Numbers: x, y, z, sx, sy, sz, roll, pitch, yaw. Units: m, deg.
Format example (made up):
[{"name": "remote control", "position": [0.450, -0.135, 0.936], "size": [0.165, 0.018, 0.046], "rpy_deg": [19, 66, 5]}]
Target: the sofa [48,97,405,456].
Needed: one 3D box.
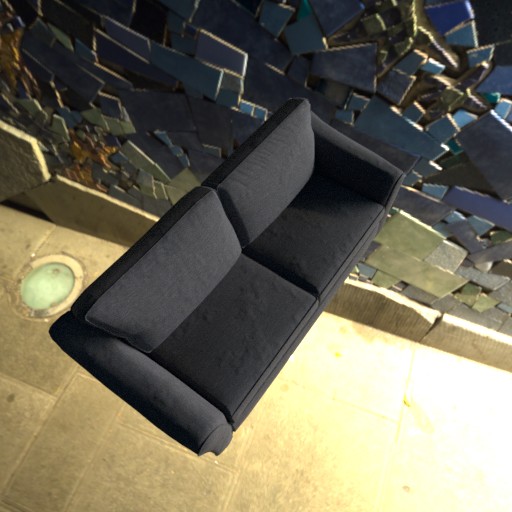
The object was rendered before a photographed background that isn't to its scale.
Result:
[{"name": "sofa", "position": [0.000, 0.000, 2.773], "size": [0.971, 0.950, 2.270], "rpy_deg": [31, 62, 19]}]
